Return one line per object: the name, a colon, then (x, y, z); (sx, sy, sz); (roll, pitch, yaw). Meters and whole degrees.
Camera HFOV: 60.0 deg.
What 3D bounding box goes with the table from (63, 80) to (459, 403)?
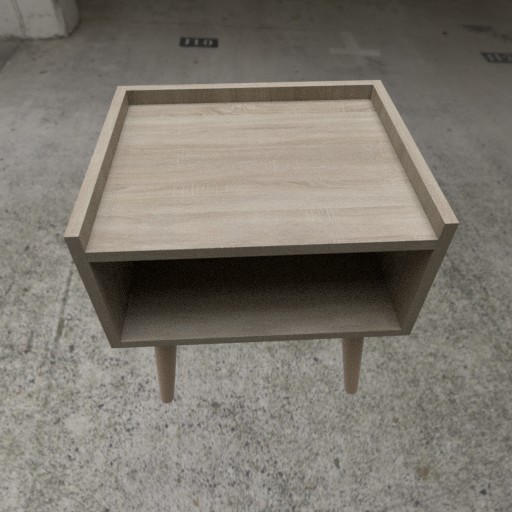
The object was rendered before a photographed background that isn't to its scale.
table: (0.000, 0.000, 0.800); (0.450, 0.470, 0.370); (-2, 46, -2)
